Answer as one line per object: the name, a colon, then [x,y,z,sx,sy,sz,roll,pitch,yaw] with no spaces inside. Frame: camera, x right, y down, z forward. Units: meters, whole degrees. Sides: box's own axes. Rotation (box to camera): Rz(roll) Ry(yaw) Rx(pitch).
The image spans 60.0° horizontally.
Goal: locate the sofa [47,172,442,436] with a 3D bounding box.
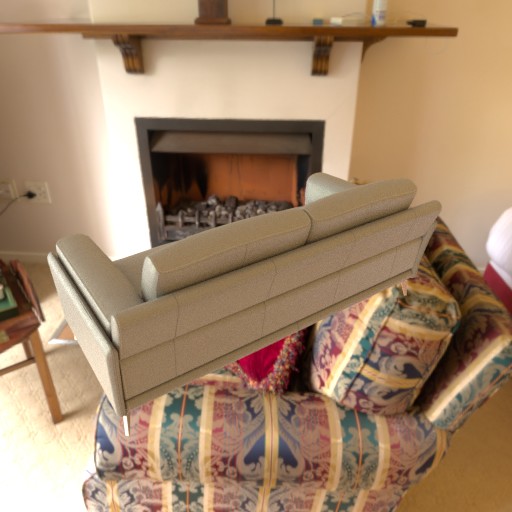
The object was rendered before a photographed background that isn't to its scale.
sofa: [0.000,0.000,2.645,2.101,0.930,1.049,-19,35,-30]
